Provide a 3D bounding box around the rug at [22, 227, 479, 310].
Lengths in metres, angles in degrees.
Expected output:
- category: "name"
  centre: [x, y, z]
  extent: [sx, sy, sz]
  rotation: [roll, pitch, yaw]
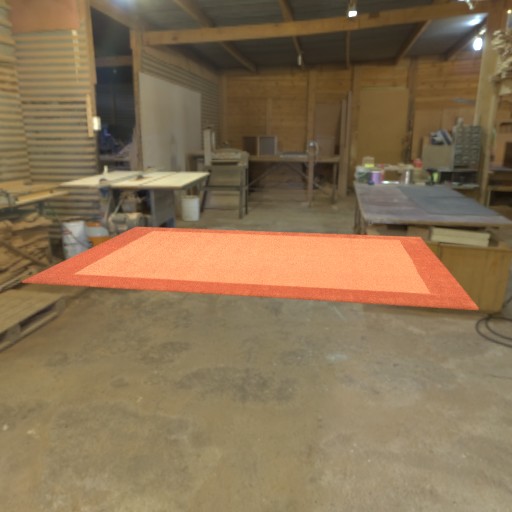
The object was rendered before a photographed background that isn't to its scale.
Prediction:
- category: "rug"
  centre: [0.000, 0.000, 3.046]
  extent: [2.438, 0.014, 1.524]
  rotation: [3, 16, 9]
